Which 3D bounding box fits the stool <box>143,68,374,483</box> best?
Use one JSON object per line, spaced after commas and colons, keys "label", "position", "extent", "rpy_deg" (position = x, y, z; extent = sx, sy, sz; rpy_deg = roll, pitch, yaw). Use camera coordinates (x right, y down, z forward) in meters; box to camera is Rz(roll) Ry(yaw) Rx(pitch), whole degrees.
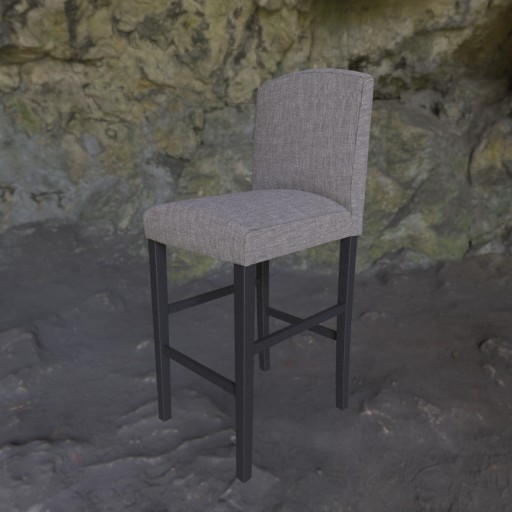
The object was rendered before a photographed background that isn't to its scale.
{"label": "stool", "position": [0.000, 0.000, 1.393], "extent": [0.451, 1.138, 0.552], "rpy_deg": [14, 21, 43]}
